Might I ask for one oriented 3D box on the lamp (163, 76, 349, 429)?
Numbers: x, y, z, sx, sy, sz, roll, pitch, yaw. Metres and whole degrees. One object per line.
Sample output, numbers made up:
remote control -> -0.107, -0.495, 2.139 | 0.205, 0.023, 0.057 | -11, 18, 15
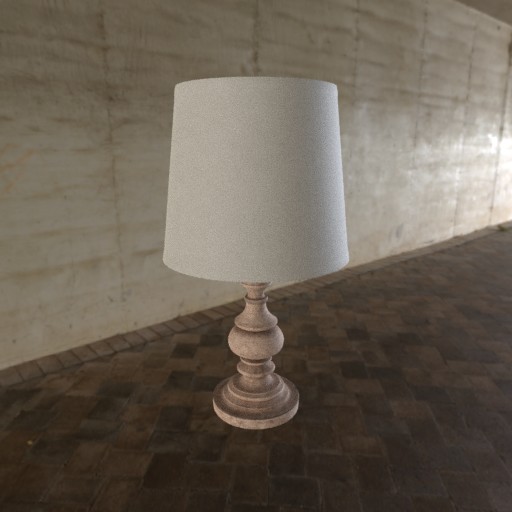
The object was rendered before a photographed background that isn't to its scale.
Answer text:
lamp -> 0.000, 0.000, 0.663 | 0.273, 0.497, 0.273 | 0, 14, 0
